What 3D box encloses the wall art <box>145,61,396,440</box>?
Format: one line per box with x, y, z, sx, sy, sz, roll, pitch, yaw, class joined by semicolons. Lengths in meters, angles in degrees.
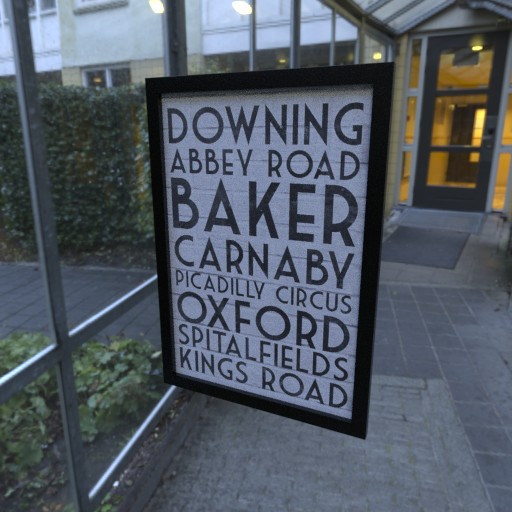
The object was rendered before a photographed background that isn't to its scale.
0.000;0.000;0.847;0.462;0.656;0.019;7;17;24;wall art
